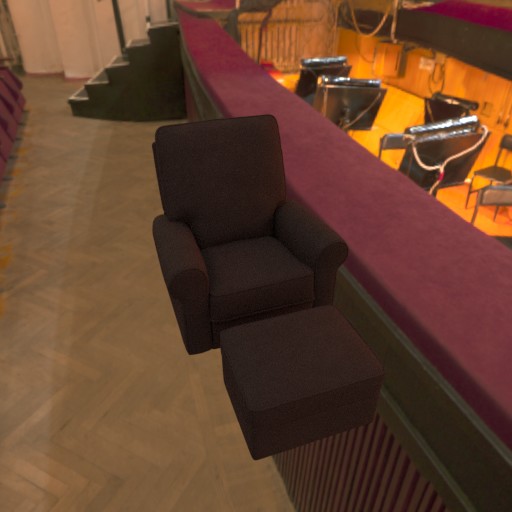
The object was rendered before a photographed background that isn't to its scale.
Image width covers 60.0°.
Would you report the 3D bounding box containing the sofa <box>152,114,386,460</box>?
[{"bbox_3d":[0.000,0.000,2.096,0.880,0.959,1.478,-11,35,-16],"label":"sofa"}]
